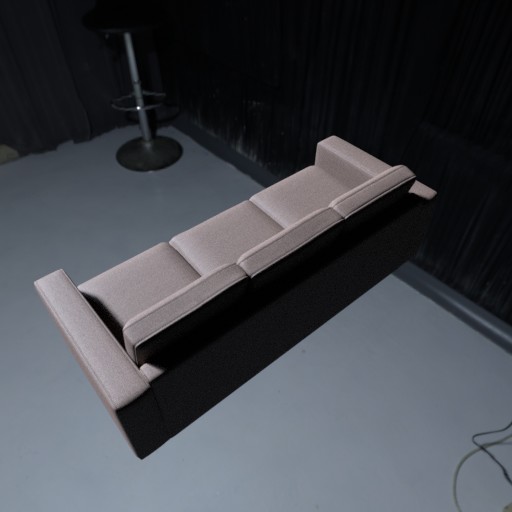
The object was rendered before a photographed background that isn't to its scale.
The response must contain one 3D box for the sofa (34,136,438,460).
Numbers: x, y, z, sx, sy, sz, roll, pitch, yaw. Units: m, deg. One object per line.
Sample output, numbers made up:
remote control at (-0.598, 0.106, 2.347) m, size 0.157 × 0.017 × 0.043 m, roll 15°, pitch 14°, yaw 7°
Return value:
sofa at (0.000, 0.000, 2.562) m, size 2.160 × 0.806 × 0.900 m, roll -31°, pitch 53°, yaw -26°
